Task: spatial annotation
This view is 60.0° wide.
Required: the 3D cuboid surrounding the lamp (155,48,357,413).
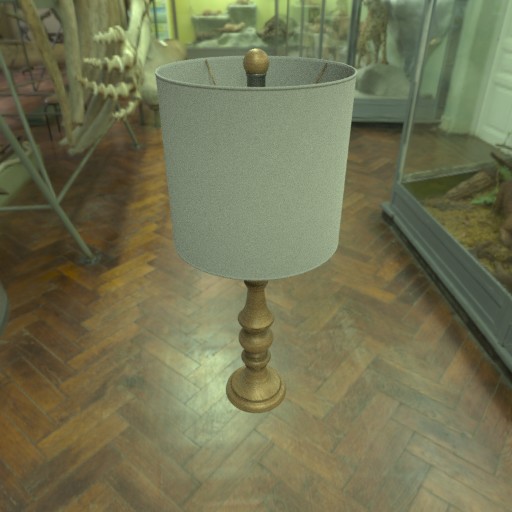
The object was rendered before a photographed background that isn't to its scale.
[{"bbox_3d":[0.000,0.000,0.701,0.250,0.597,0.250,-21,37,-30],"label":"lamp"}]
